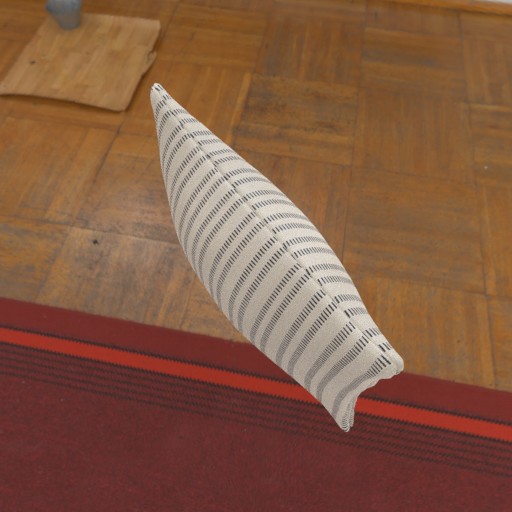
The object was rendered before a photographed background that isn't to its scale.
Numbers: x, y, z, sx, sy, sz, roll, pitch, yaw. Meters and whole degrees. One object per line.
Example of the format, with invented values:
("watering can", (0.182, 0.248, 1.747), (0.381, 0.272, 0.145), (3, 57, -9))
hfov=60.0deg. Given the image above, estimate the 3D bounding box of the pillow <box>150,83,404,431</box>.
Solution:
("pillow", (0.000, 0.000, 0.809), (0.210, 0.353, 0.640), (-30, 63, -17))
